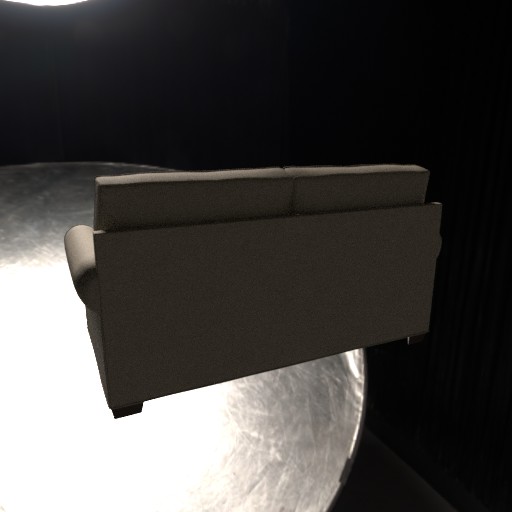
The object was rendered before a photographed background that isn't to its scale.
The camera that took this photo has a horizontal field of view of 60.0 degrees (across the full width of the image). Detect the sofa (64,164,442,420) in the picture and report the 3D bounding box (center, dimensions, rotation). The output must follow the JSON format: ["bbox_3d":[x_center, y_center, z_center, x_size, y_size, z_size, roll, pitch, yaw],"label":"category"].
[{"bbox_3d":[0.000,0.000,2.273,1.774,0.933,0.861,-7,17,-24],"label":"sofa"}]
